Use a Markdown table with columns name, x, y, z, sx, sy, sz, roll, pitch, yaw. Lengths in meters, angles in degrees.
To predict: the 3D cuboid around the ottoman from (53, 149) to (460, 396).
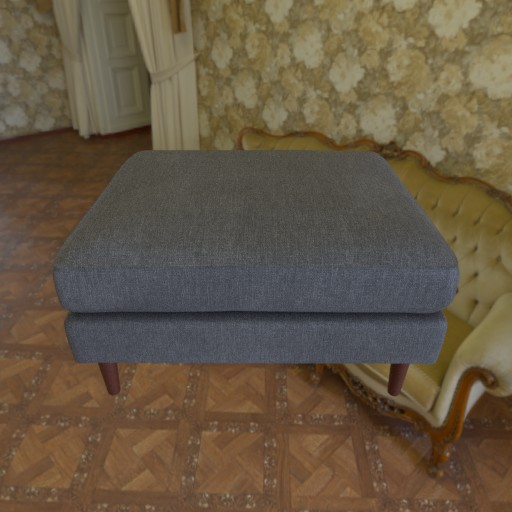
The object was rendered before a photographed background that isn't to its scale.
| name | x | y | z | sx | sy | sz | roll | pitch | yaw |
| --- | --- | --- | --- | --- | --- | --- | --- | --- | --- |
| ottoman | 0.000 | 0.000 | 1.236 | 0.821 | 0.474 | 0.693 | 0 | 31 | 0 |
